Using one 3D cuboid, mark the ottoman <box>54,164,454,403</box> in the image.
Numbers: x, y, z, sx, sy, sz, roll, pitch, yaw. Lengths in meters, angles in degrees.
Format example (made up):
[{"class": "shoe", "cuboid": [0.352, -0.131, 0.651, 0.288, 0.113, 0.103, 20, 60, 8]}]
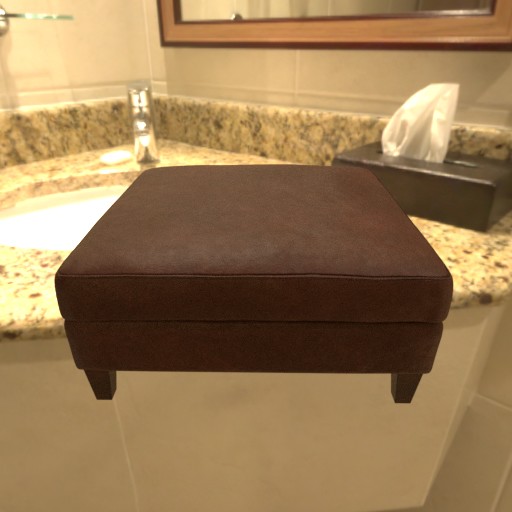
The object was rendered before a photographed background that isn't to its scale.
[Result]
[{"class": "ottoman", "cuboid": [0.000, 0.000, 1.313, 0.844, 0.415, 0.836, 0, 27, 1]}]
